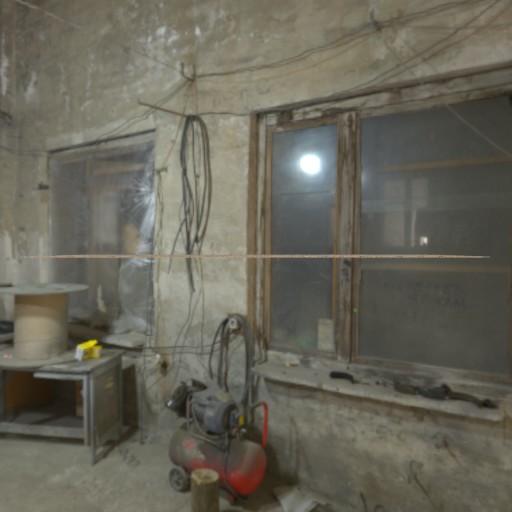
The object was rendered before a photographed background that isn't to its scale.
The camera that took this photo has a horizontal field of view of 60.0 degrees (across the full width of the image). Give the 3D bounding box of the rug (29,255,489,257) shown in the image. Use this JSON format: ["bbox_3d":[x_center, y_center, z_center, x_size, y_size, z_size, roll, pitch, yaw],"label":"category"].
[{"bbox_3d":[0.000,0.000,2.640,2.464,0.005,0.660,0,1,-1],"label":"rug"}]
